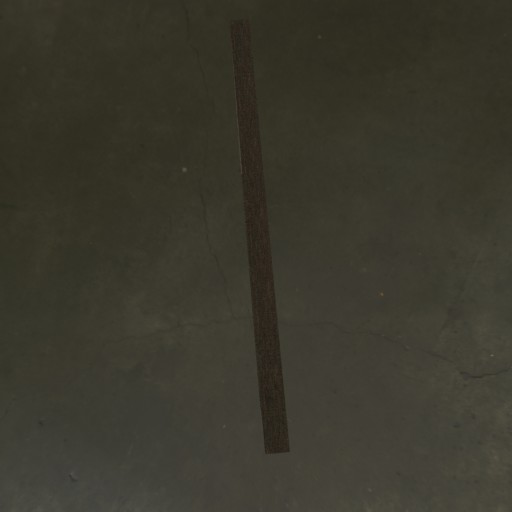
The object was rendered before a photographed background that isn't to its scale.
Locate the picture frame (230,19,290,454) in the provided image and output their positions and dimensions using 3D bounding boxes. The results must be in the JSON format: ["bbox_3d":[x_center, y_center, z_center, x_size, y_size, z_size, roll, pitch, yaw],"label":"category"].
[{"bbox_3d":[0.000,0.000,0.753,0.026,0.455,0.546,-5,76,-1],"label":"picture frame"}]
